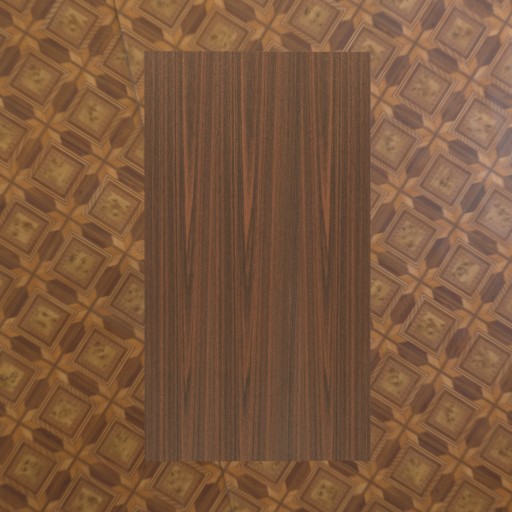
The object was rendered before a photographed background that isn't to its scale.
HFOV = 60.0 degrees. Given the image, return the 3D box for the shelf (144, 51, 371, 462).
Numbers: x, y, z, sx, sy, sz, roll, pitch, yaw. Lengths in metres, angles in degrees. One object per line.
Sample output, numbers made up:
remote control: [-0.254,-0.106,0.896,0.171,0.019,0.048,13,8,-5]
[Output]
shelf: [0.000,0.000,1.350,0.498,0.750,0.902,0,90,-1]
